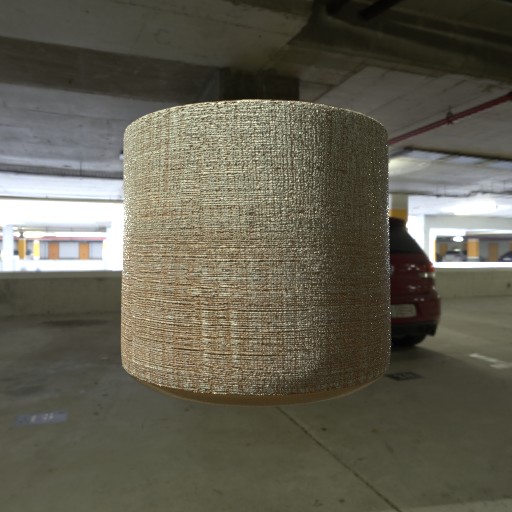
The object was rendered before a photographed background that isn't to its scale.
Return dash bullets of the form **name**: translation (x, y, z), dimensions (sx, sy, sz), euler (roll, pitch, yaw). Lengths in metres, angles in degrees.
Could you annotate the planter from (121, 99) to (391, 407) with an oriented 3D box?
- **planter**: translation (0.000, 0.000, 0.305), dimensions (0.177, 0.157, 0.177), euler (0, 0, 0)
